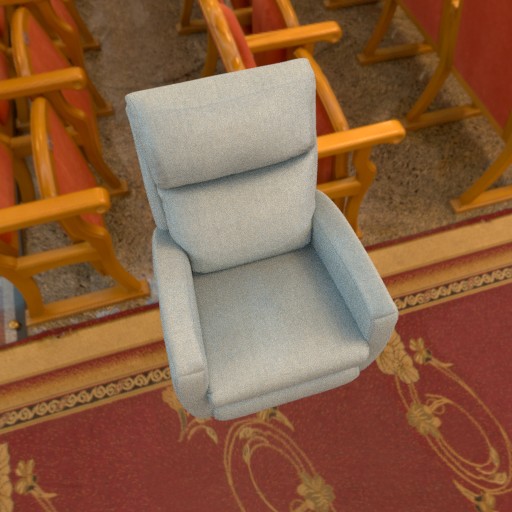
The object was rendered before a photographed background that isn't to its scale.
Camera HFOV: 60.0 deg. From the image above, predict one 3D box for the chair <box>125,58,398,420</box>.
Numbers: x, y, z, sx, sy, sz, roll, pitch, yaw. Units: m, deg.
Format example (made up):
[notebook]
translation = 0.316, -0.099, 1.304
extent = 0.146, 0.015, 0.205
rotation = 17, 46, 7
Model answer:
[chair]
translation = 0.000, 0.000, 1.634
extent = 0.794, 1.016, 0.940
rotation = -15, 63, -8
